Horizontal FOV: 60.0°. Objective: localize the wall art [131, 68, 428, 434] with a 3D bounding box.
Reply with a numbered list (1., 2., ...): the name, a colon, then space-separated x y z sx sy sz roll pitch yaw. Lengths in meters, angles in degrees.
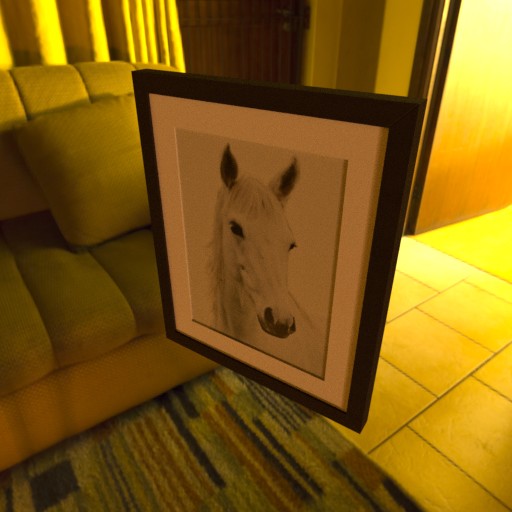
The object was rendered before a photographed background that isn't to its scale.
1. wall art: 0.000 0.000 0.749 0.455 0.552 0.034 19 35 28
